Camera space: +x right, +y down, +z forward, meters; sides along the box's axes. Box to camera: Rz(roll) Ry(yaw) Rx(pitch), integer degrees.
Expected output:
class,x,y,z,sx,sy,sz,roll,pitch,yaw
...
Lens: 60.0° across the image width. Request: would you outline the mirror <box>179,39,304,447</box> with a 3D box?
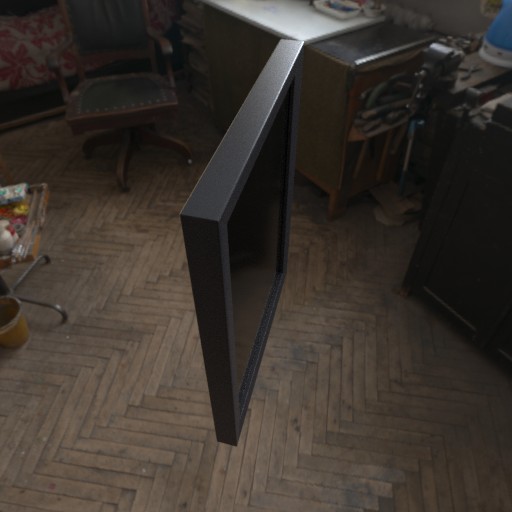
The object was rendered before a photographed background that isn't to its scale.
class,x,y,z,sx,sy,sz,roll,pitch,yaw
mirror,0.000,0.000,0.699,0.041,0.508,0.405,11,47,10
